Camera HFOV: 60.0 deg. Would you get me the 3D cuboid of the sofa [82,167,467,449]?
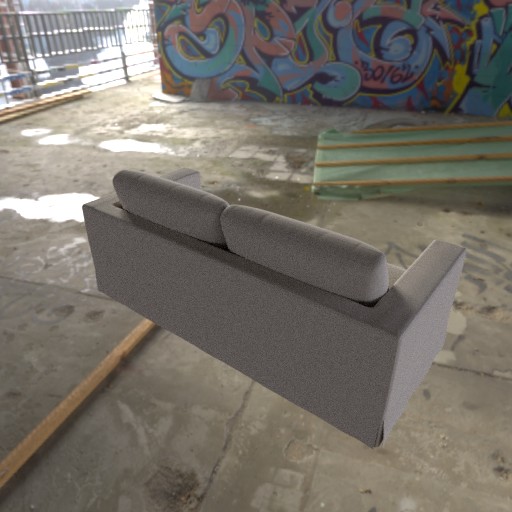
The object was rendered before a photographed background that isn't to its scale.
[{"bbox_3d":[0.000,0.000,2.706,2.163,0.881,0.954,21,36,32],"label":"sofa"}]
